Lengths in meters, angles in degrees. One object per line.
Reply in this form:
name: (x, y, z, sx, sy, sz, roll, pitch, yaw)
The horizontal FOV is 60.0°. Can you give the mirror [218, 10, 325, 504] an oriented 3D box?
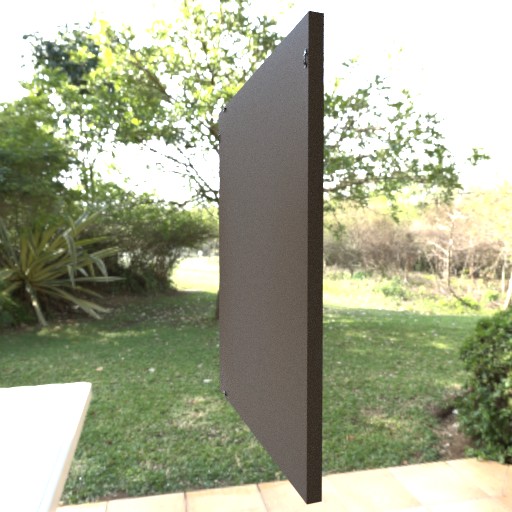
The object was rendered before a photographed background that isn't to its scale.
mirror: (0.000, 0.000, 1.275, 0.040, 1.016, 0.762, -1, 2, -19)
